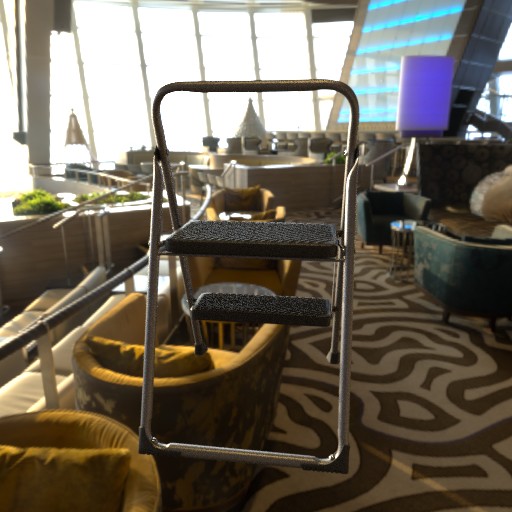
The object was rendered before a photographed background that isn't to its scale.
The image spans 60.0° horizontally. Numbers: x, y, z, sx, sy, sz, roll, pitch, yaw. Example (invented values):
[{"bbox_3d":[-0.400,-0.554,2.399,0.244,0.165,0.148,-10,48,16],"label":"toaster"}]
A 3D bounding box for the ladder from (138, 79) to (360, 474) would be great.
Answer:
[{"bbox_3d":[0.000,0.000,0.988,0.430,0.720,0.472,2,16,7],"label":"ladder"}]
